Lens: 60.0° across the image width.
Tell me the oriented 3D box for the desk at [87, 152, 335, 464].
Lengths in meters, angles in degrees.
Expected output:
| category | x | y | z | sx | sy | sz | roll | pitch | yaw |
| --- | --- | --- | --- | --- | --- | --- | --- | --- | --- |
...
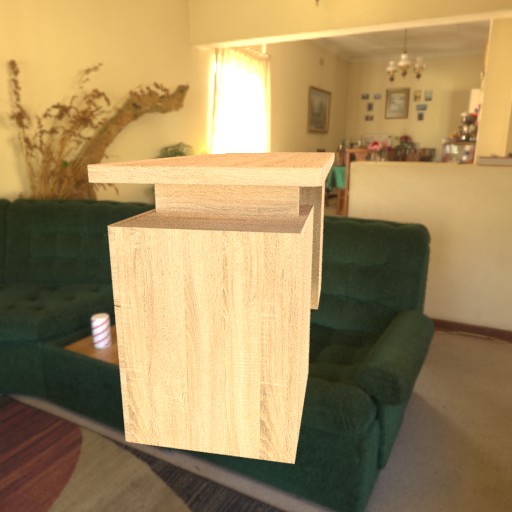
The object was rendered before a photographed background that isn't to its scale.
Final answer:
| category | x | y | z | sx | sy | sz | roll | pitch | yaw |
| --- | --- | --- | --- | --- | --- | --- | --- | --- | --- |
| desk | 0.000 | 0.000 | 1.734 | 0.550 | 0.760 | 1.400 | 3 | 15 | 10 |
